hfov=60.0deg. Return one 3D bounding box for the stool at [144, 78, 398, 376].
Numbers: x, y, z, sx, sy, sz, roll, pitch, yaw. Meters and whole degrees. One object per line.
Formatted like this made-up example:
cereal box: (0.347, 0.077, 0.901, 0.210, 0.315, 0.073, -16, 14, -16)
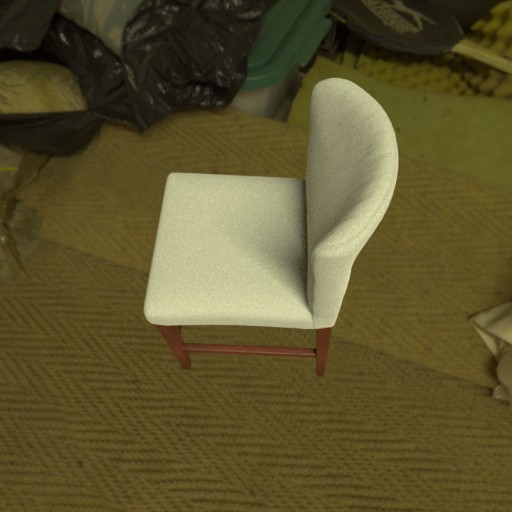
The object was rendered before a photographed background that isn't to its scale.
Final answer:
stool: (0.000, 0.000, 1.303, 0.568, 0.968, 0.479, 2, 61, 1)
